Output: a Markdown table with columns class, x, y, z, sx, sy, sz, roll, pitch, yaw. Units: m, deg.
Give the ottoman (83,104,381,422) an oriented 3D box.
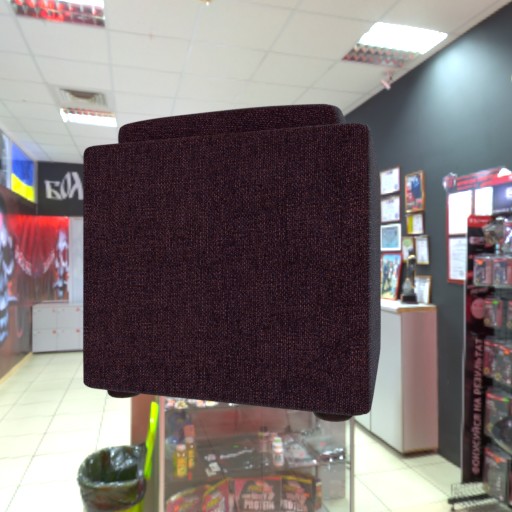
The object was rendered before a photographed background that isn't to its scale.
| class | x | y | z | sx | sy | sz | roll | pitch | yaw |
| --- | --- | --- | --- | --- | --- | --- | --- | --- | --- |
| ottoman | 0.000 | 0.000 | 0.849 | 0.450 | 0.460 | 0.450 | 0 | 0 | 17 |
